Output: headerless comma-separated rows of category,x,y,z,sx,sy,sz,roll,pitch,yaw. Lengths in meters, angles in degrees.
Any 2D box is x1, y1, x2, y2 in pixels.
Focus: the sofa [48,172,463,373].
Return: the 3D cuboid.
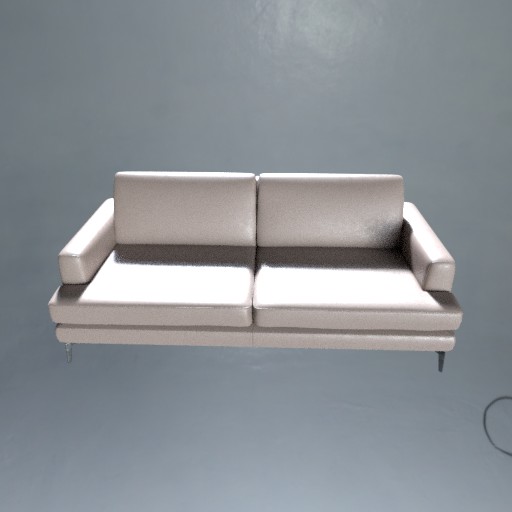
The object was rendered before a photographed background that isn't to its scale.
sofa,0.000,0.000,2.446,1.940,0.765,0.974,1,29,2
